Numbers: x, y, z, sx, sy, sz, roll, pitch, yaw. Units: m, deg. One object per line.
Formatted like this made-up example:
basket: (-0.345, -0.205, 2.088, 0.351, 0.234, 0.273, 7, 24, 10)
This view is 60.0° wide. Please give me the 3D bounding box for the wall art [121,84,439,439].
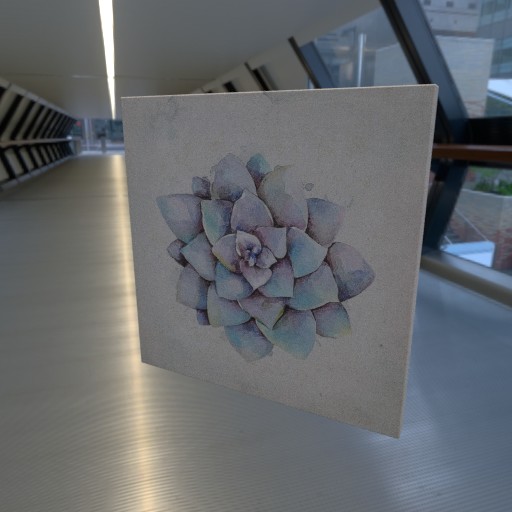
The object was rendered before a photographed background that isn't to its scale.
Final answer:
wall art: (0.000, 0.000, 0.882, 0.612, 0.612, 0.040, 8, 18, 26)
